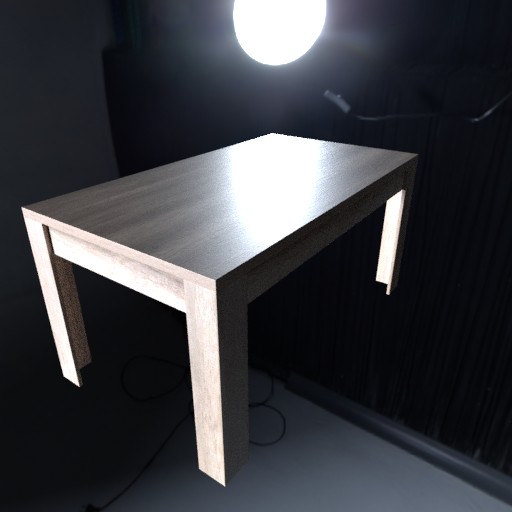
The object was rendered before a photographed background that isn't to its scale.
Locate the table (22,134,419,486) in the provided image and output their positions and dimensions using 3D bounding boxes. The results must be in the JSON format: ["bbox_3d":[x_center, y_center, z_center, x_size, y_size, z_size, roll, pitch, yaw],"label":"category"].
[{"bbox_3d":[0.000,0.000,2.092,0.900,0.775,1.600,18,32,31],"label":"table"}]
